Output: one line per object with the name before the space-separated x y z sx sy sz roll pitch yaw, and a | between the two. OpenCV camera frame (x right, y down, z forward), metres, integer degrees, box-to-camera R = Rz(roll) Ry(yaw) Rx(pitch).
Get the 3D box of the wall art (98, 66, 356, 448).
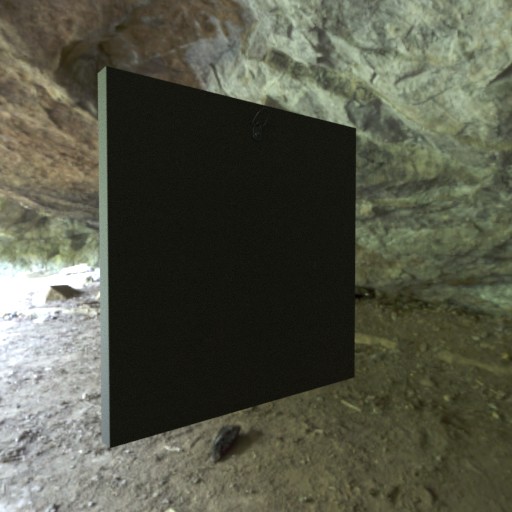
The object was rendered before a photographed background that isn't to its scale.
wall art | 0.000 0.000 0.515 0.349 0.349 0.038 -1 2 -38
